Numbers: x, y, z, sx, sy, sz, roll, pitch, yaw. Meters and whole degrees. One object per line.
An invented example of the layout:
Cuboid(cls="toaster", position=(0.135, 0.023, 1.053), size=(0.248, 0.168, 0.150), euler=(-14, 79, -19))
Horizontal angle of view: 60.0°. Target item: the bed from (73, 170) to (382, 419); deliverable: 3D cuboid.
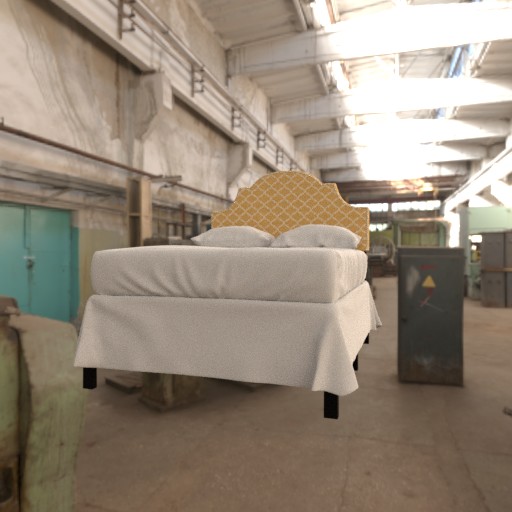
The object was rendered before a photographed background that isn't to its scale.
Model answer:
Cuboid(cls="bed", position=(0.000, 0.000, 3.430), size=(1.780, 1.633, 2.222), euler=(0, 1, 19))
